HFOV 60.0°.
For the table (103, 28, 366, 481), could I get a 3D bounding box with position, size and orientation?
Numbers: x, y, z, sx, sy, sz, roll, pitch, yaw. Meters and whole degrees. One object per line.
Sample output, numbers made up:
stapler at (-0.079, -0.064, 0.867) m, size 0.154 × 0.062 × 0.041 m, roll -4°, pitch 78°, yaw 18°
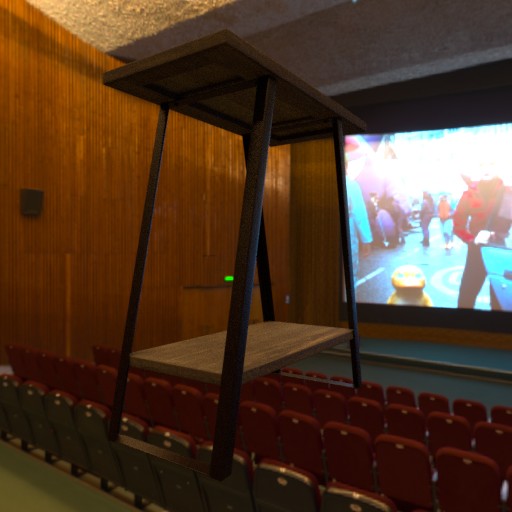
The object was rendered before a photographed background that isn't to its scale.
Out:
table at (0.000, 0.000, 1.010) m, size 0.300 × 0.701 × 0.599 m, roll 0°, pitch 0°, yaw 34°
